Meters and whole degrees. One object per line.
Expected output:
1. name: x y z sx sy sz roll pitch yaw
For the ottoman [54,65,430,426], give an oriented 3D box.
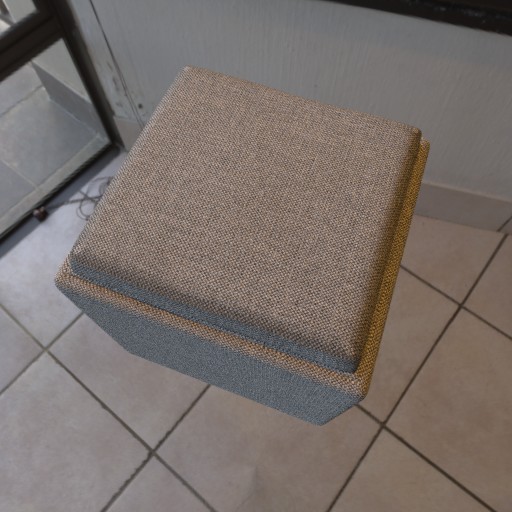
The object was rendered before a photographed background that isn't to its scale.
1. ottoman: 0.000 0.000 0.824 0.454 0.487 0.436 18 66 9
